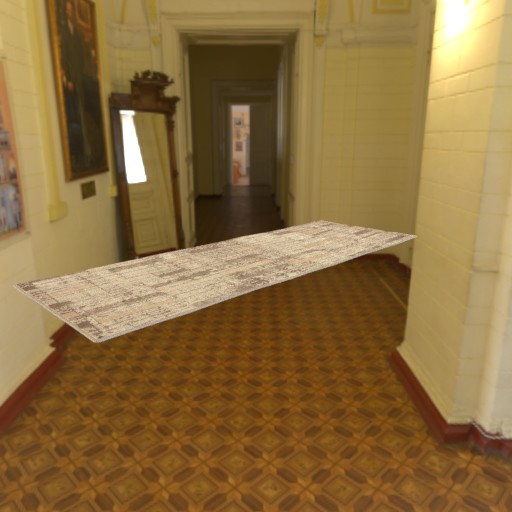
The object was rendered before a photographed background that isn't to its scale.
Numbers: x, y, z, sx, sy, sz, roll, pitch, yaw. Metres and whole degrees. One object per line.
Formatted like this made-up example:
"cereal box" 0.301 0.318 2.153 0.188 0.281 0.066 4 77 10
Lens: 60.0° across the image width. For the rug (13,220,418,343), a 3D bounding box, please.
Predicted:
"rug" 0.000 0.000 2.599 2.383 0.018 0.857 -14 21 -43
